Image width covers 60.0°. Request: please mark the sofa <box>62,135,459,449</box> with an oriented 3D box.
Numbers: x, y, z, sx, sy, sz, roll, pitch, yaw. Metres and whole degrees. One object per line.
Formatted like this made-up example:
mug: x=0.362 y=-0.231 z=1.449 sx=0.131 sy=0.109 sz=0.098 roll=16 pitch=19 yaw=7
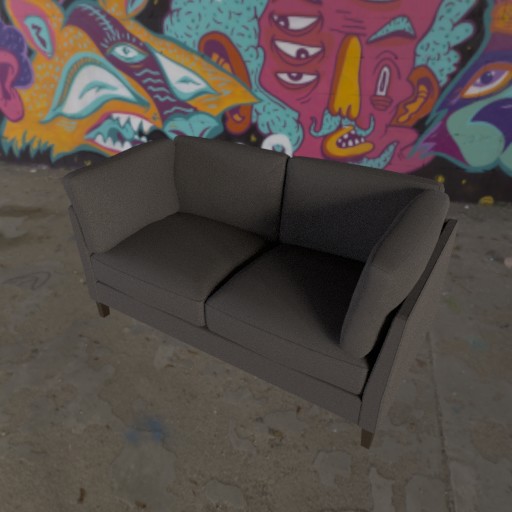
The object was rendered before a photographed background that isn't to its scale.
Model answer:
sofa: x=0.000 y=0.000 z=2.287 sx=1.751 sy=0.920 sz=0.969 roll=18 pitch=34 yaw=29
